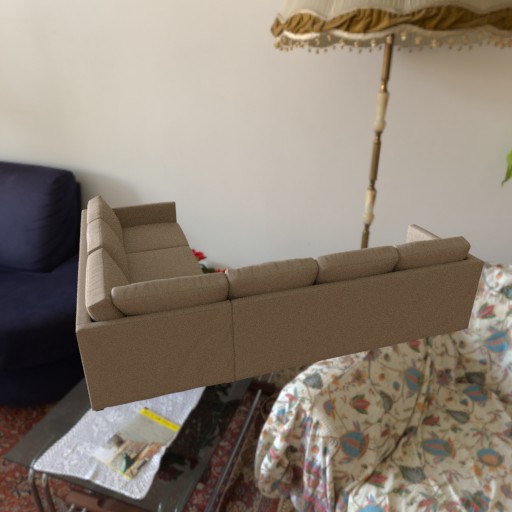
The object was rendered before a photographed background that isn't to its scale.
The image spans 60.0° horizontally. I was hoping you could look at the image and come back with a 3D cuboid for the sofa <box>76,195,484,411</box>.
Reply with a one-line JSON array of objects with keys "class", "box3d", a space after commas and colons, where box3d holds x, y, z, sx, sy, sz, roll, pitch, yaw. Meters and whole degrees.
[{"class": "sofa", "box3d": [0.000, 0.000, 4.335, 3.182, 0.871, 2.432, -8, 26, -17]}]
